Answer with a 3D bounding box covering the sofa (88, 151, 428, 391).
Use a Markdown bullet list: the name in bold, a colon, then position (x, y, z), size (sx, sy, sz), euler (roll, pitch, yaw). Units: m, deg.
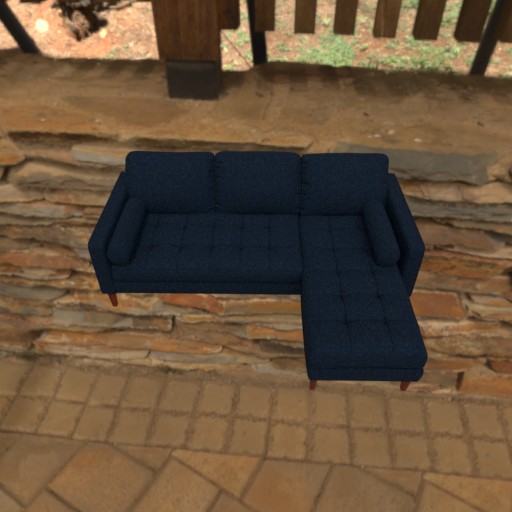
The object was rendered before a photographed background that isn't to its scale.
- **sofa**: position (0.000, 0.000, 3.001), size (2.185, 0.841, 1.613), euler (1, 41, 1)
